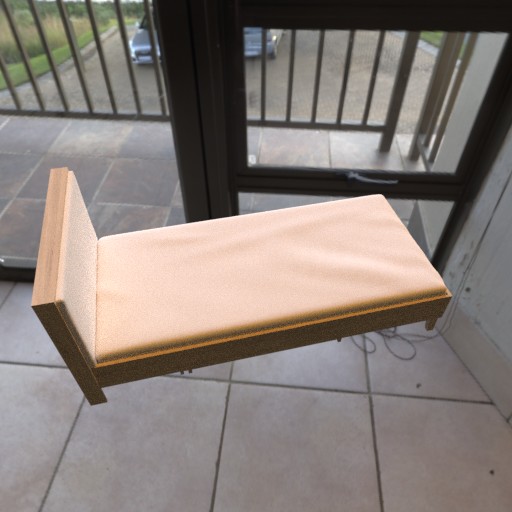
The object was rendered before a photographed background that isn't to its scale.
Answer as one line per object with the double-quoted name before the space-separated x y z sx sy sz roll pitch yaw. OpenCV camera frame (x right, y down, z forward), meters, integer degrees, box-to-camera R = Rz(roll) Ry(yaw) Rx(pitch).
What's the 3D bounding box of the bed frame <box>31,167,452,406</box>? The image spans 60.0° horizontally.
"bed frame" 0.000 0.000 2.663 2.140 0.920 0.990 -10 47 -9
